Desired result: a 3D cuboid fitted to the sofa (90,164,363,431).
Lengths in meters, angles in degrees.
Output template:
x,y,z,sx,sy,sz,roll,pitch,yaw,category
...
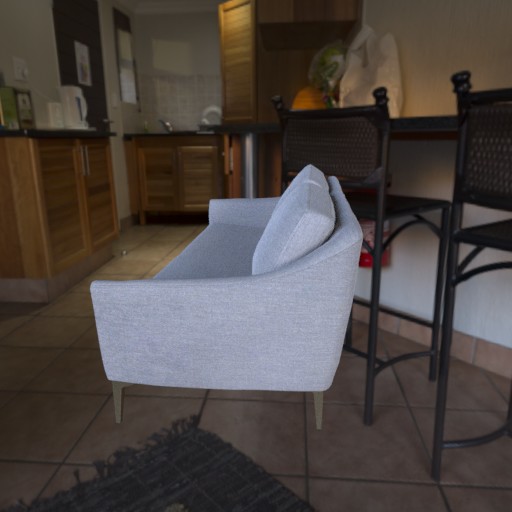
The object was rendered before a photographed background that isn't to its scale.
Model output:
x,y,z,sx,sy,sz,roll,pitch,yaw,category
0.000,0.000,2.548,0.980,0.913,2.036,2,16,7,sofa
